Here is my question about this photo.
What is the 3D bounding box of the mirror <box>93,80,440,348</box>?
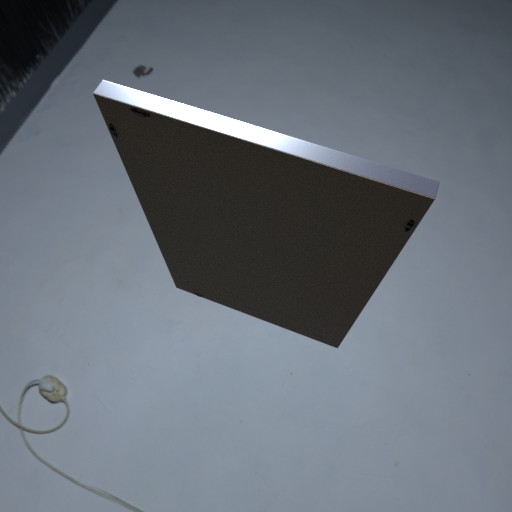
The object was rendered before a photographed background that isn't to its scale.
[{"bbox_3d":[0.000,0.000,1.152,0.609,0.915,0.040,19,65,9],"label":"mirror"}]
